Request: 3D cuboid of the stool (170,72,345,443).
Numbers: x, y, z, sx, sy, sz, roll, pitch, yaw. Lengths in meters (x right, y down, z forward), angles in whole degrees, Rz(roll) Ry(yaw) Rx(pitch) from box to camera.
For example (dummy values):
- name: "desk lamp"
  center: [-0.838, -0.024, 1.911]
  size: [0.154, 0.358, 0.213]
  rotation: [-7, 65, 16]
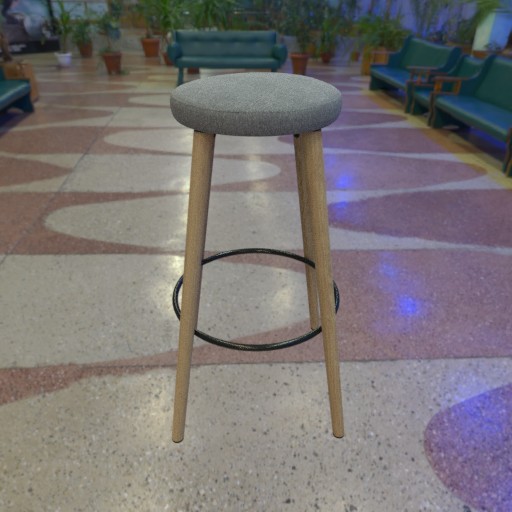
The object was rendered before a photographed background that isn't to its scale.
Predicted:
- name: "stool"
  center: [0.000, 0.000, 1.015]
  size: [0.410, 0.770, 0.410]
  rotation: [-1, 32, -2]
